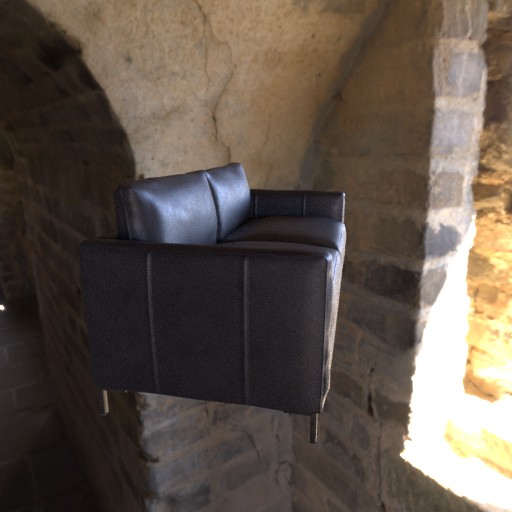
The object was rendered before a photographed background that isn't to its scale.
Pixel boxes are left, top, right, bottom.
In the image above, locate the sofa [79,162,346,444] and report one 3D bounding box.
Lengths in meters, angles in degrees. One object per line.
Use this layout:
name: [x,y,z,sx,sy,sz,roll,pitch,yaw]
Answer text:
sofa: [0.000,0.000,2.311,0.947,0.883,1.805,3,15,10]
